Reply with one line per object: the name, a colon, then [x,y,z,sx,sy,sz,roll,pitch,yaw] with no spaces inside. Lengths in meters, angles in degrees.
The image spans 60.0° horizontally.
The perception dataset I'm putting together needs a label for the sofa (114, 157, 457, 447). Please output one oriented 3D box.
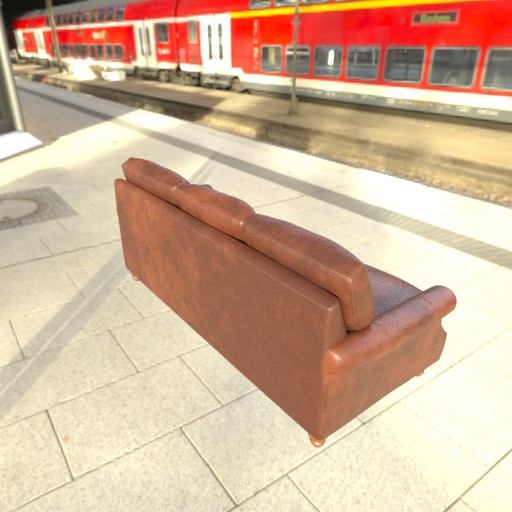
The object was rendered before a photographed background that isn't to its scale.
sofa: [0.000,0.000,2.840,0.973,0.977,2.351,-19,32,-33]
